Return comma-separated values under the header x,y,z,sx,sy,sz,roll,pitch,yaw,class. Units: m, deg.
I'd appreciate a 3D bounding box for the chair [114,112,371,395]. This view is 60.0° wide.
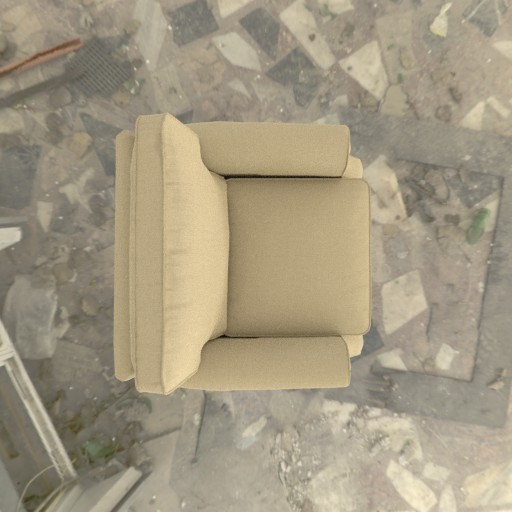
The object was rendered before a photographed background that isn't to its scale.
x,y,z,sx,sy,sz,roll,pitch,yaw,class
0.000,0.000,1.788,0.966,0.967,1.029,0,89,0,chair
